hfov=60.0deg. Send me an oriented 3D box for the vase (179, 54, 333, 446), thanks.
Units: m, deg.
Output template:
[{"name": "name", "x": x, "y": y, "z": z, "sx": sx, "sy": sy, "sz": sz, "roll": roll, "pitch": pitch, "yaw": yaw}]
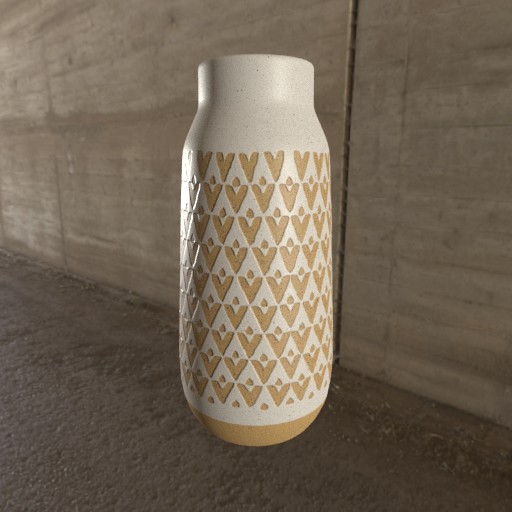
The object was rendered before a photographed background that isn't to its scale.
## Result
[{"name": "vase", "x": 0.000, "y": 0.000, "z": 0.383, "sx": 0.137, "sy": 0.307, "sz": 0.137, "roll": 0, "pitch": 13, "yaw": 0}]
